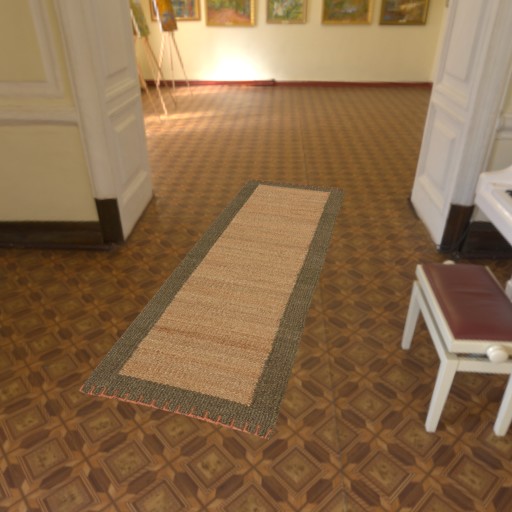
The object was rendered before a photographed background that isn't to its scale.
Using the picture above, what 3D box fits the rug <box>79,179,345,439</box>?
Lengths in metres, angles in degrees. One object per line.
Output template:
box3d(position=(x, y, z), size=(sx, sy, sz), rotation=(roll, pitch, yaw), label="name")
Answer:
box3d(position=(0.000, 0.000, 2.664), size=(0.810, 0.016, 2.413), rotation=(8, 32, 14), label="rug")
